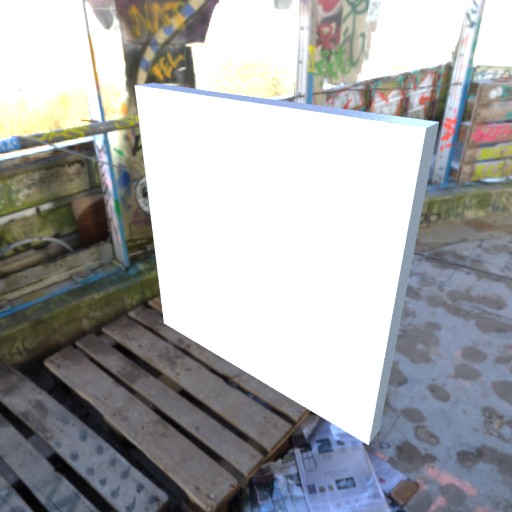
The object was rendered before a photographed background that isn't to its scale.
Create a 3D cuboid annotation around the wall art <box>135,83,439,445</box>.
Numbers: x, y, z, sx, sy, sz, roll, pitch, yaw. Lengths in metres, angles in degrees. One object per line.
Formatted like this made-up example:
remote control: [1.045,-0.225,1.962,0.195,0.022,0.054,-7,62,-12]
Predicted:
wall art: [0.000,0.000,0.527,0.355,0.355,0.027,22,35,34]
